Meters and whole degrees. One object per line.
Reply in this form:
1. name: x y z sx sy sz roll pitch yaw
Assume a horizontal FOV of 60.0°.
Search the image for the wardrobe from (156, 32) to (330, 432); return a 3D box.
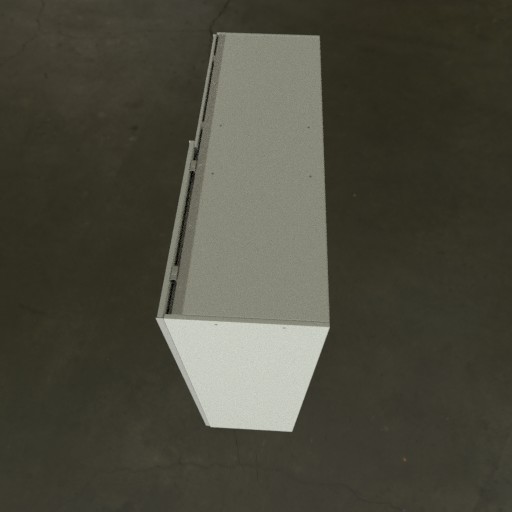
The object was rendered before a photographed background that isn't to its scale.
1. wardrobe: 0.000 0.000 2.890 0.629 1.960 1.780 3 58 2
